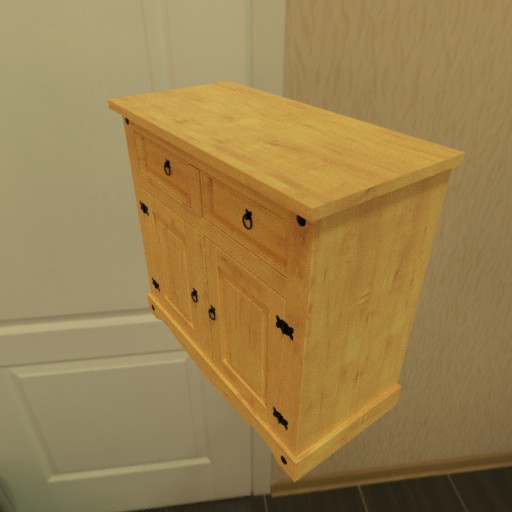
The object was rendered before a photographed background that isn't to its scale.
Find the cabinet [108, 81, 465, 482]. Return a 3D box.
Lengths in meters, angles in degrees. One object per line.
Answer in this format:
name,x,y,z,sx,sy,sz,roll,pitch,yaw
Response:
cabinet,0.000,0.000,1.389,0.450,0.840,0.920,-22,39,-30
